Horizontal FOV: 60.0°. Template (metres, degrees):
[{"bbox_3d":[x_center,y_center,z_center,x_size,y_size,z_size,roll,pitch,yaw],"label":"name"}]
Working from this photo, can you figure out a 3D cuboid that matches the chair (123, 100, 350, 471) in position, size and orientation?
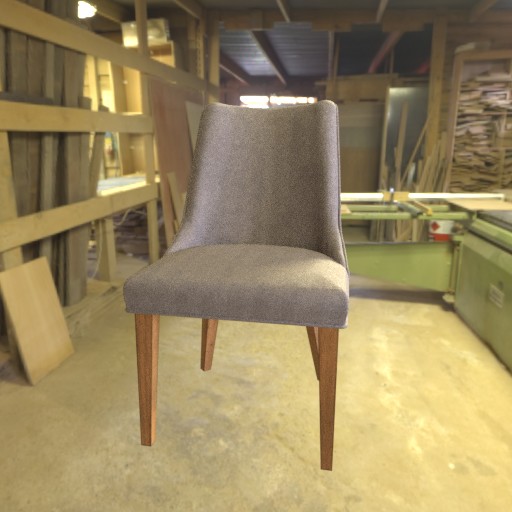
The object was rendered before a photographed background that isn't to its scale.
[{"bbox_3d":[0.000,0.000,1.323,0.548,0.916,0.636,3,14,11],"label":"chair"}]
